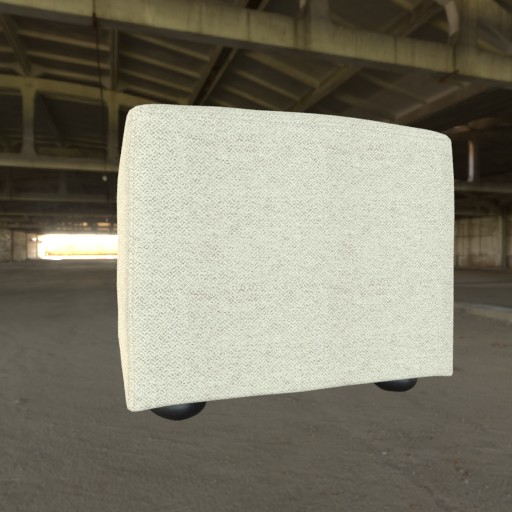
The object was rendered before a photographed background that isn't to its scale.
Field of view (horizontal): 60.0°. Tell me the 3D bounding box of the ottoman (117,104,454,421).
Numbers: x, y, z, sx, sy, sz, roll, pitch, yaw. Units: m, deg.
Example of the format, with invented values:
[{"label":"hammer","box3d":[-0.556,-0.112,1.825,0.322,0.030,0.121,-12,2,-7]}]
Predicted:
[{"label":"ottoman","box3d":[0.000,0.000,0.868,0.512,0.453,0.521,0,1,-18]}]
